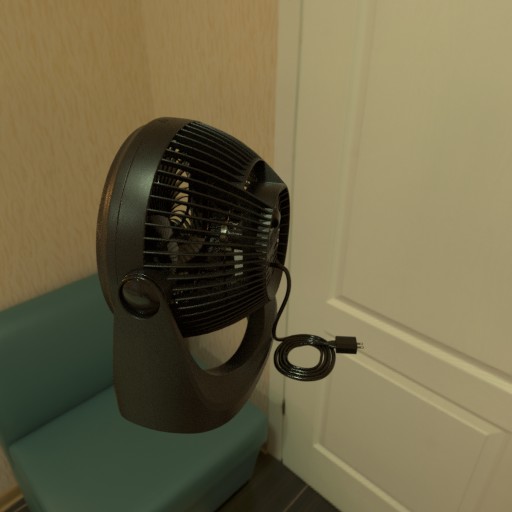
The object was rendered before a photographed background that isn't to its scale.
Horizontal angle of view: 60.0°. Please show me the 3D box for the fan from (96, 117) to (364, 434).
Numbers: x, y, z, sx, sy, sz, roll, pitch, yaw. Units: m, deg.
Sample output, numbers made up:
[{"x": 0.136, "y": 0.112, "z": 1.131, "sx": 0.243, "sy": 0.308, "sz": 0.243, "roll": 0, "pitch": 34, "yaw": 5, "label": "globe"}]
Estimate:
[{"x": 0.000, "y": 0.000, "z": 0.478, "sx": 0.256, "sy": 0.277, "sz": 0.273, "roll": 7, "pitch": 31, "yaw": 12, "label": "fan"}]
